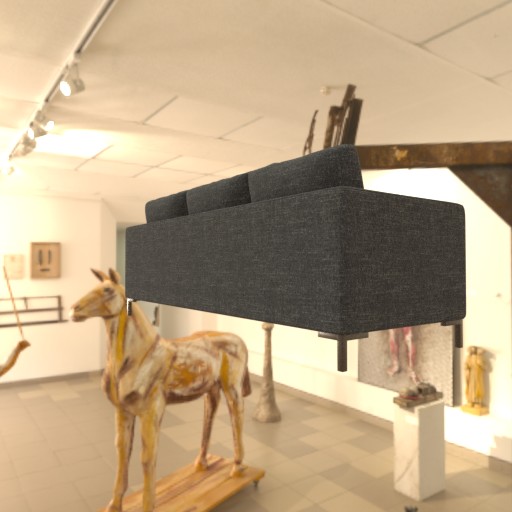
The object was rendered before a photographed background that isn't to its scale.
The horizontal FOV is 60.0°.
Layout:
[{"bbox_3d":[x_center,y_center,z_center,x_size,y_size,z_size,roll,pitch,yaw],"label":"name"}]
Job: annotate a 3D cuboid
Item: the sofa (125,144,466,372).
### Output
[{"bbox_3d":[0.000,0.000,2.709,0.859,0.874,2.218,1,-1,-36],"label":"sofa"}]
